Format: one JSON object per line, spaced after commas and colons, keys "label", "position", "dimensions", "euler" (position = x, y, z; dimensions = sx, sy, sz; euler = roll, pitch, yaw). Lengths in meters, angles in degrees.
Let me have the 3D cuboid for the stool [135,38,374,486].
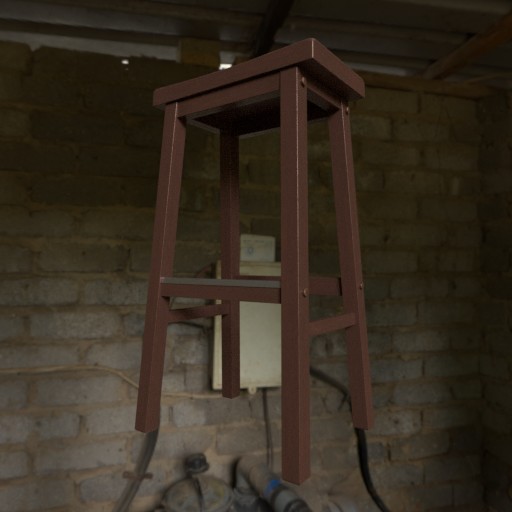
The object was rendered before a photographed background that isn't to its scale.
{"label": "stool", "position": [0.000, 0.000, 0.961], "dimensions": [0.406, 0.742, 0.322], "euler": [-1, -1, 36]}
